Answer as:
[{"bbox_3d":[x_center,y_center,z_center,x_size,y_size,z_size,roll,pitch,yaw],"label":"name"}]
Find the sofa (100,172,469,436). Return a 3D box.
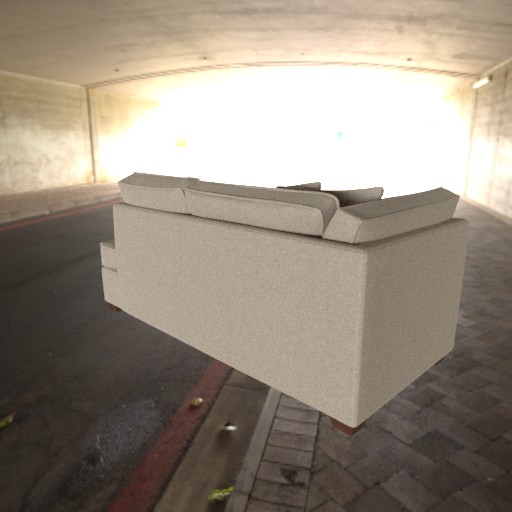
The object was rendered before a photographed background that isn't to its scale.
[{"bbox_3d":[0.000,0.000,2.860,1.110,1.033,2.237,-14,19,-43],"label":"sofa"}]
